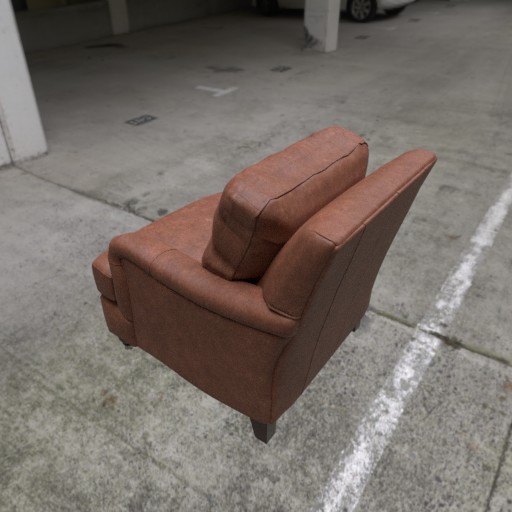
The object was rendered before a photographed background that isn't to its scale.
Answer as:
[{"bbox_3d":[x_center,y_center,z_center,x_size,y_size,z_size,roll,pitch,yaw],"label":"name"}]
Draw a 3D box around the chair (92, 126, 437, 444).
[{"bbox_3d":[0.000,0.000,1.969,1.158,1.055,0.986,21,37,30],"label":"chair"}]
